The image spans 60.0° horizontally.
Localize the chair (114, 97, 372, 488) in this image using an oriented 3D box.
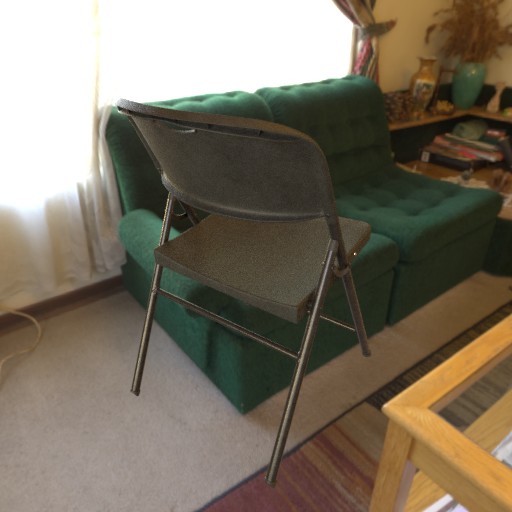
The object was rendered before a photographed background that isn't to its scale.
[{"bbox_3d":[0.000,0.000,1.120,0.494,0.810,0.566,20,35,31],"label":"chair"}]
